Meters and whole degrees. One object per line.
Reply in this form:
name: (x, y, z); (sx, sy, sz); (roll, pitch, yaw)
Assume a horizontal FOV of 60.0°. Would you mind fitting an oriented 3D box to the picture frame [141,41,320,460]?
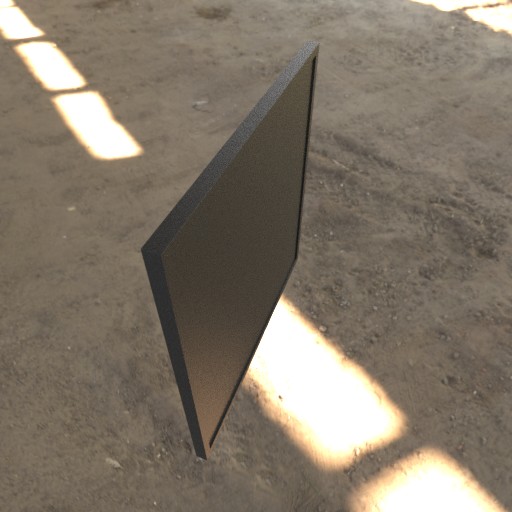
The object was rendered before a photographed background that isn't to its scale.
picture frame: (0.000, 0.000, 1.124); (0.032, 0.775, 0.775); (16, 49, 15)
